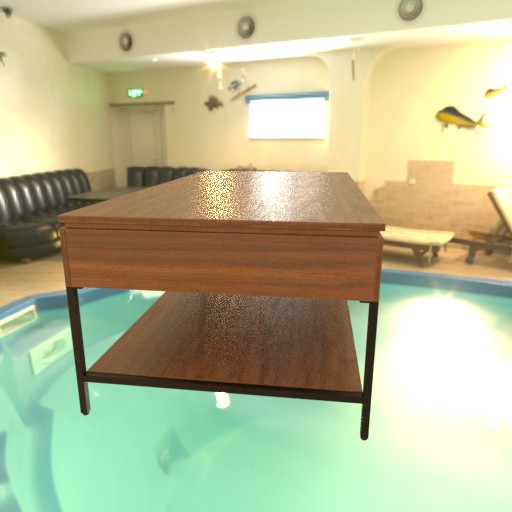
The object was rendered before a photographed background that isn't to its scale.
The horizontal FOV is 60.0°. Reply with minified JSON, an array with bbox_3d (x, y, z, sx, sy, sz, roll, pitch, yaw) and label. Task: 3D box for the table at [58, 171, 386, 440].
[{"bbox_3d":[0.000,0.000,1.318,0.574,0.414,1.057,2,15,8],"label":"table"}]
